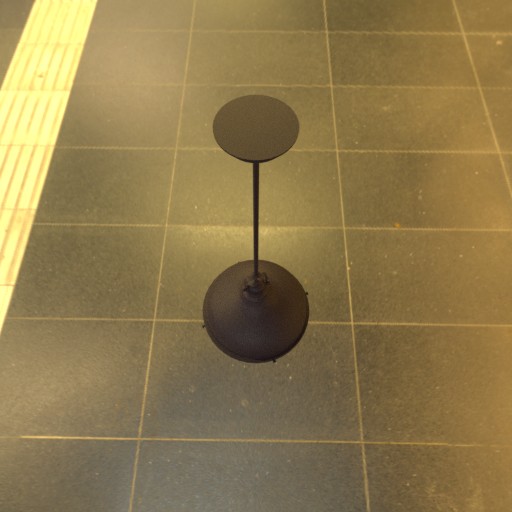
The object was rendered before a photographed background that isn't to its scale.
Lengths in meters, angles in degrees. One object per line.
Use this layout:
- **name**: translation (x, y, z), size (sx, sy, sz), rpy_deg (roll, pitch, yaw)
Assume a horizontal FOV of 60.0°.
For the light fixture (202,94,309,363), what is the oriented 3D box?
- **light fixture**: translation (0.000, 0.000, 1.041), size (0.341, 0.849, 0.341), rpy_deg (-17, 64, -8)
